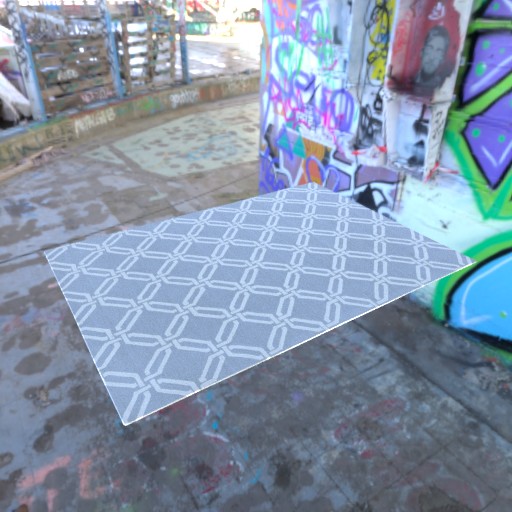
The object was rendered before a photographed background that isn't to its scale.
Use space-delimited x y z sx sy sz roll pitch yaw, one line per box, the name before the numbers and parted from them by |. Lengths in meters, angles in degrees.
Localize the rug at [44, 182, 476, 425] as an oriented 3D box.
rug | 0.000 0.000 2.669 2.133 0.013 1.522 -18 35 -28
